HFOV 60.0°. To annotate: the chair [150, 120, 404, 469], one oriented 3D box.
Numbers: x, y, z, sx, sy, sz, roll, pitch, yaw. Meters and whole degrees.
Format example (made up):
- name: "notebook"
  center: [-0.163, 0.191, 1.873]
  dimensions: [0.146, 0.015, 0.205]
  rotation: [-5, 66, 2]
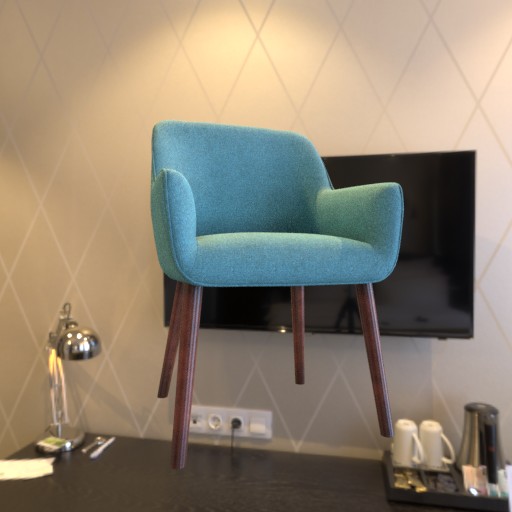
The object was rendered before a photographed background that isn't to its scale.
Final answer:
- name: "chair"
  center: [0.000, 0.000, 1.141]
  dimensions: [0.543, 0.803, 0.519]
  rotation: [0, 0, -18]
